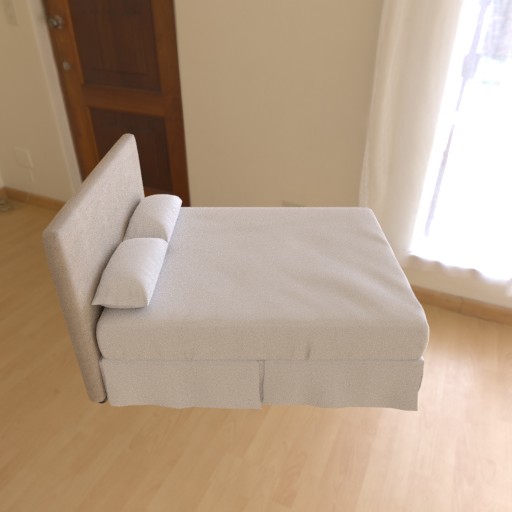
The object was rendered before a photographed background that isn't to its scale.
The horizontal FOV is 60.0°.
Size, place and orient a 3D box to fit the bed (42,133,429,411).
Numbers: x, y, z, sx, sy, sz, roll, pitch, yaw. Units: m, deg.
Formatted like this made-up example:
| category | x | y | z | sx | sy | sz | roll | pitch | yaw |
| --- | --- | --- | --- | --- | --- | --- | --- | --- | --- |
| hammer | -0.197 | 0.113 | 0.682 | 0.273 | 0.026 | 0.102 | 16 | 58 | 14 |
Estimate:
| category | x | y | z | sx | sy | sz | roll | pitch | yaw |
| --- | --- | --- | --- | --- | --- | --- | --- | --- | --- |
| bed | 0.000 | 0.000 | 3.221 | 2.162 | 1.330 | 1.713 | 0 | 32 | 0 |
